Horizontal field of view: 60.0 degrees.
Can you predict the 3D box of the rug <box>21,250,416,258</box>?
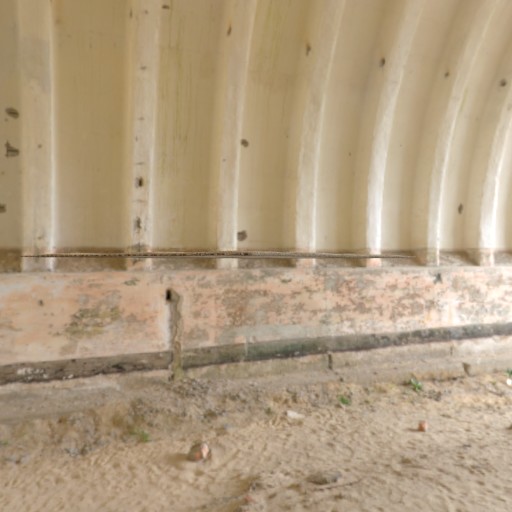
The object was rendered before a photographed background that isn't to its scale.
[{"bbox_3d":[0.000,0.000,3.024,1.529,0.027,2.434,0,-1,35],"label":"rug"}]
